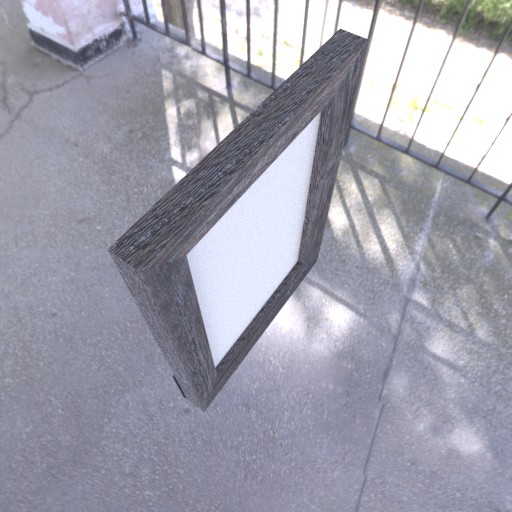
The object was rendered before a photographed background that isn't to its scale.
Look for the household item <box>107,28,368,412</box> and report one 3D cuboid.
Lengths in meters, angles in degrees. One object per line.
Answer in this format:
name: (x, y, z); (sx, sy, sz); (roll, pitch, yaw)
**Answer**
household item: (0.000, 0.000, 0.274); (0.020, 0.210, 0.160); (31, 63, 18)
